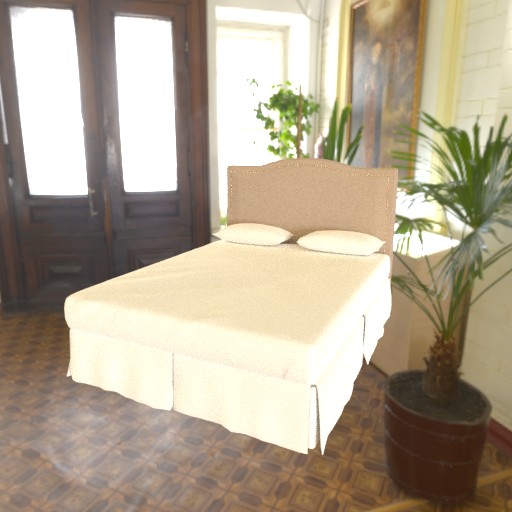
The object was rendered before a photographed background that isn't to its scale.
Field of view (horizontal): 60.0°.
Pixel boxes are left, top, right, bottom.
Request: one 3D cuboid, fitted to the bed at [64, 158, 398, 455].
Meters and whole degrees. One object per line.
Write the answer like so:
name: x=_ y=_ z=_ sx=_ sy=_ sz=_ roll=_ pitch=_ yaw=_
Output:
bed: x=0.000 y=0.000 z=3.428 sx=1.821 sy=1.436 sz=2.282 roll=7 pitch=15 yaw=25
